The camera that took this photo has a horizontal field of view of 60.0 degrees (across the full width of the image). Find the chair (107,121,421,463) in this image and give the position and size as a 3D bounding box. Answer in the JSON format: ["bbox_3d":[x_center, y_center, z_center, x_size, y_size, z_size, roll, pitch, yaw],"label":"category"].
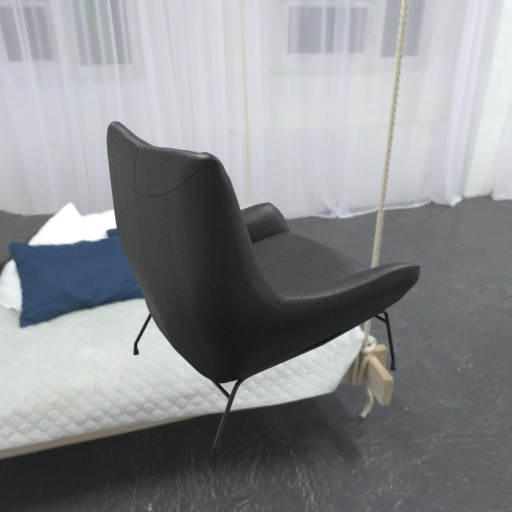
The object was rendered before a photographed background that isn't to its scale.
[{"bbox_3d":[0.000,0.000,1.587,0.826,0.922,0.836,-17,30,-32],"label":"chair"}]
